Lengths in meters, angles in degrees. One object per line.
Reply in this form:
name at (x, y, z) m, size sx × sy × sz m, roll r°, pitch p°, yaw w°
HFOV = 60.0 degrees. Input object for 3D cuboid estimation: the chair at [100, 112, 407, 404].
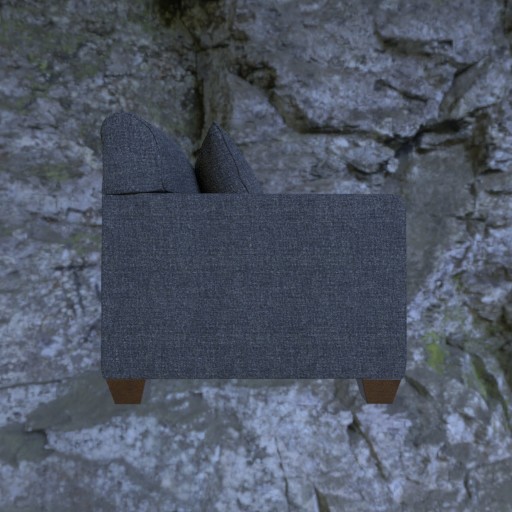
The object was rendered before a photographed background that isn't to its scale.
chair at (0.000, 0.000, 2.049) m, size 1.000 × 0.948 × 1.383 m, roll 0°, pitch -1°, yaw 0°
